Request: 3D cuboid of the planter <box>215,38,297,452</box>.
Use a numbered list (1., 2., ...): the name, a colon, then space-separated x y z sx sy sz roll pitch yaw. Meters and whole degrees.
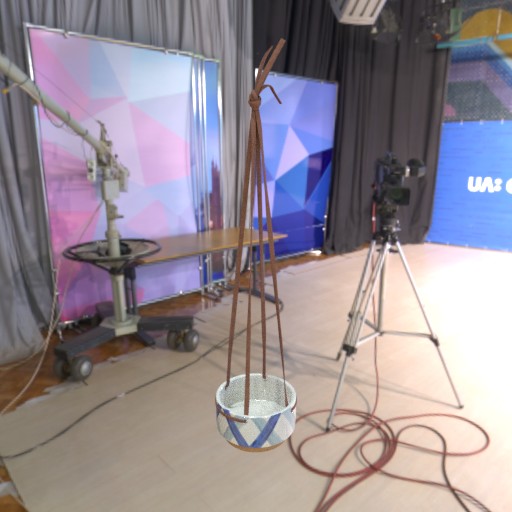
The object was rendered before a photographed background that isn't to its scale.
1. planter: 0.000 0.000 0.823 0.166 0.751 0.166 2 15 8
